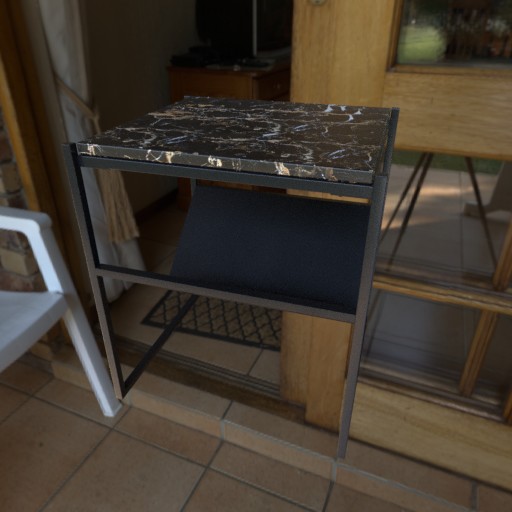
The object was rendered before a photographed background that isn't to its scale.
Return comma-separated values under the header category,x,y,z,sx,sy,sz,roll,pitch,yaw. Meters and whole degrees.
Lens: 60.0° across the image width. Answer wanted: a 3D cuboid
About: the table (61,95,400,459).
category,x,y,z,sx,sy,sz,roll,pitch,yaw
table,0.000,0.000,0.904,0.469,0.534,0.432,9,31,15
